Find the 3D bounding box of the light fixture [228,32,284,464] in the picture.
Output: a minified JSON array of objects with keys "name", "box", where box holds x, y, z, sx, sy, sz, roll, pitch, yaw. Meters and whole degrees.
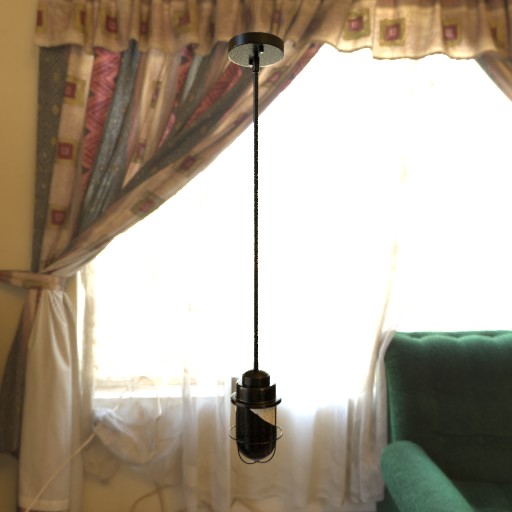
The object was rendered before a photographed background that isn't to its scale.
[{"name":"light fixture","box":[0.000,0.000,0.978,0.123,0.920,0.123,0,1,-19]}]
